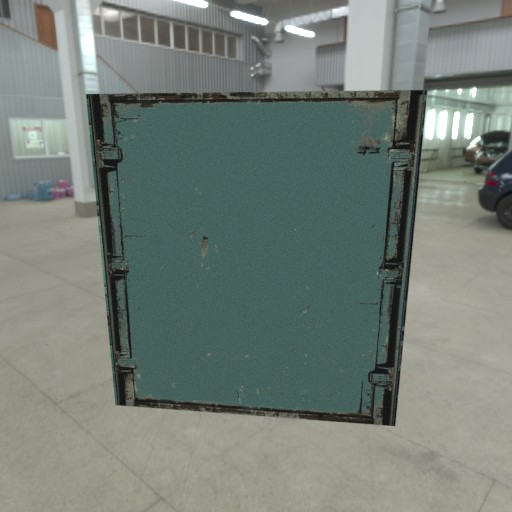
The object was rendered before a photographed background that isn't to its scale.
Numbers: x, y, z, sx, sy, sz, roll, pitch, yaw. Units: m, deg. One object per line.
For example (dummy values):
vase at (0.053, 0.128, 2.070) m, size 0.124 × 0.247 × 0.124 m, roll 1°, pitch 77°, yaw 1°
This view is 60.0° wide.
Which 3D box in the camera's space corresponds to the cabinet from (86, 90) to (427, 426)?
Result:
cabinet at (0.000, 0.000, 3.185) m, size 2.000 × 2.160 × 0.680 m, roll 2°, pitch 15°, yaw 7°
